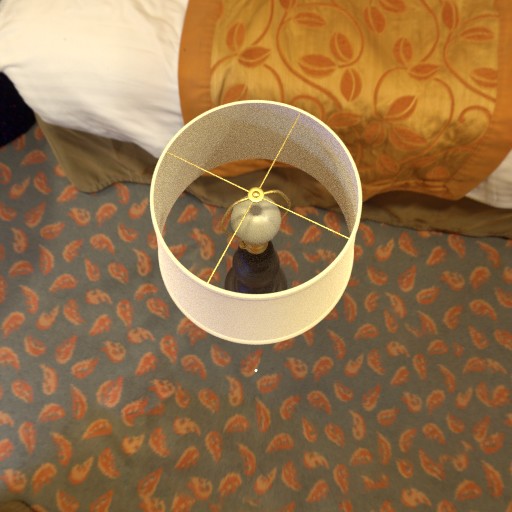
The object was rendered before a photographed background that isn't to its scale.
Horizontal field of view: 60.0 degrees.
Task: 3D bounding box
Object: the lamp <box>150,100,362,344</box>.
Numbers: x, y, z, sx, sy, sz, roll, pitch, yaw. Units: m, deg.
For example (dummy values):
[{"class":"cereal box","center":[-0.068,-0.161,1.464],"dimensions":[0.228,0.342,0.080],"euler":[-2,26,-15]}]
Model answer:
[{"class":"lamp","center":[0.000,0.000,0.832],"dimensions":[0.335,0.611,0.335],"euler":[0,76,0]}]
